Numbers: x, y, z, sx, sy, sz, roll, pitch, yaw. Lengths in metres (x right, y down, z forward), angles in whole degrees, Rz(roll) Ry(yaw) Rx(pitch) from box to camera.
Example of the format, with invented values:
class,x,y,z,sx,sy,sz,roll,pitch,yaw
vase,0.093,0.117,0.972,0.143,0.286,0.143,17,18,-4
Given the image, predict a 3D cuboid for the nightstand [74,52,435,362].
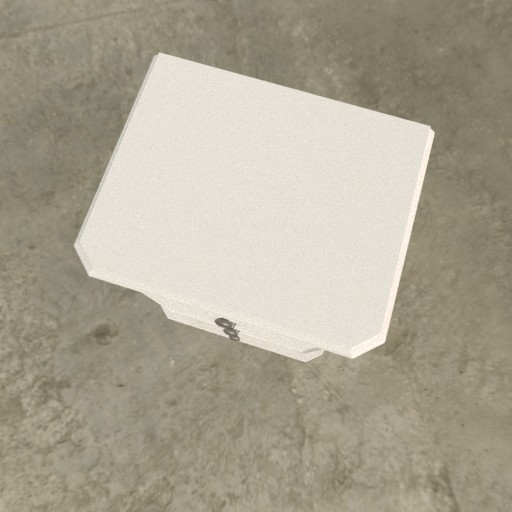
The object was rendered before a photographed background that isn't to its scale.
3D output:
class,x,y,z,sx,sy,sz,roll,pitch,yaw
nightstand,0.000,0.000,0.935,0.435,0.681,0.351,17,77,4
